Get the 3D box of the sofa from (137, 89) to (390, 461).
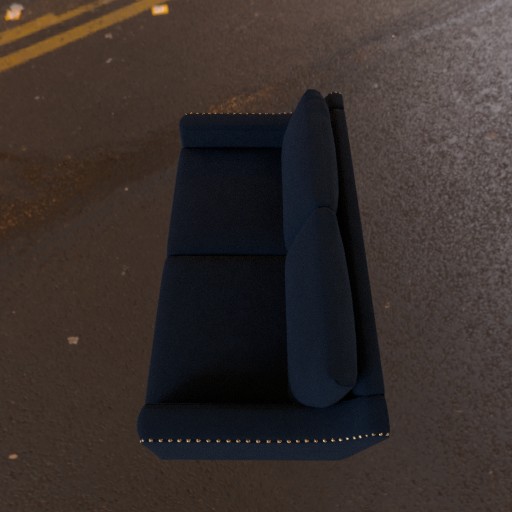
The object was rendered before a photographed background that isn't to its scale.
[{"bbox_3d":[0.000,0.000,2.608,1.104,0.983,2.107,0,58,0],"label":"sofa"}]
